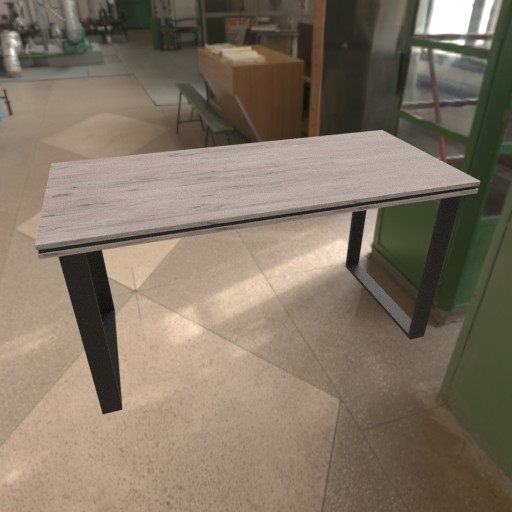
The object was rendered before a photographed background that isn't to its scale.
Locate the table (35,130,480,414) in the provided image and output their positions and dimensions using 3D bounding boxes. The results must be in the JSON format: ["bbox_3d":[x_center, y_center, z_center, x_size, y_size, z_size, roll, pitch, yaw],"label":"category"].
[{"bbox_3d":[0.000,0.000,2.242,1.778,0.899,0.795,-10,33,-15],"label":"table"}]
